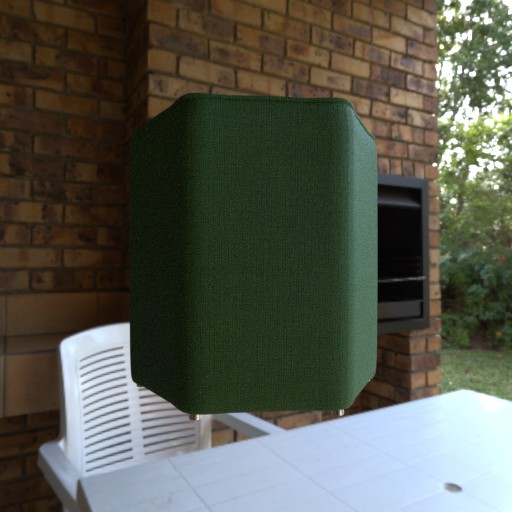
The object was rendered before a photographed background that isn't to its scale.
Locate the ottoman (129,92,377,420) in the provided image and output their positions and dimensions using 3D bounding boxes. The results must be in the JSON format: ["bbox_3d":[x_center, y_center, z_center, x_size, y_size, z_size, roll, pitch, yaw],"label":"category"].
[{"bbox_3d":[0.000,0.000,0.890,0.444,0.507,0.499,1,-1,-35],"label":"ottoman"}]
